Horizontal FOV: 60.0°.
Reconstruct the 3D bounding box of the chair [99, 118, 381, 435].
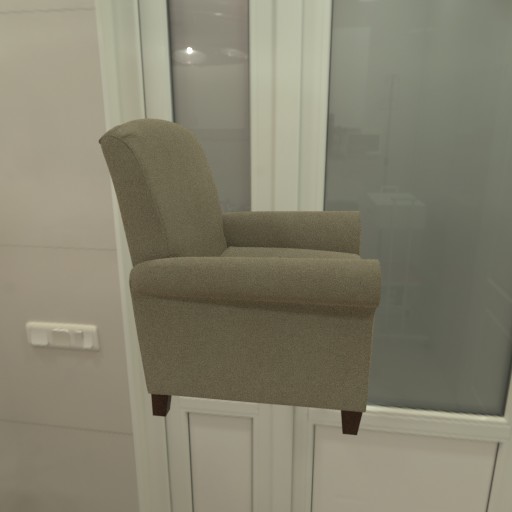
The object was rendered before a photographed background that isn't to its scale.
[{"bbox_3d":[0.000,0.000,1.788,0.905,1.061,0.978,2,16,9],"label":"chair"}]
